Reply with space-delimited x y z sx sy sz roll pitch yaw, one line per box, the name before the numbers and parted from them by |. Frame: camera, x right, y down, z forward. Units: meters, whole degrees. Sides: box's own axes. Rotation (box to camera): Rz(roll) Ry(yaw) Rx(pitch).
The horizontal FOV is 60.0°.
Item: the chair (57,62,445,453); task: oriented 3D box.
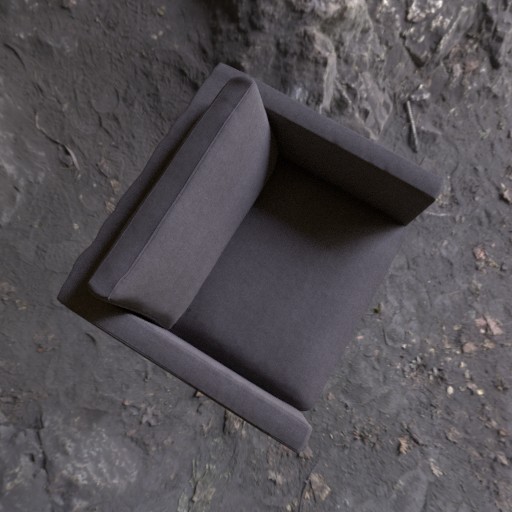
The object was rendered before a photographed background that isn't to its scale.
chair | 0.000 0.000 1.731 0.949 0.863 1.057 30 79 6
